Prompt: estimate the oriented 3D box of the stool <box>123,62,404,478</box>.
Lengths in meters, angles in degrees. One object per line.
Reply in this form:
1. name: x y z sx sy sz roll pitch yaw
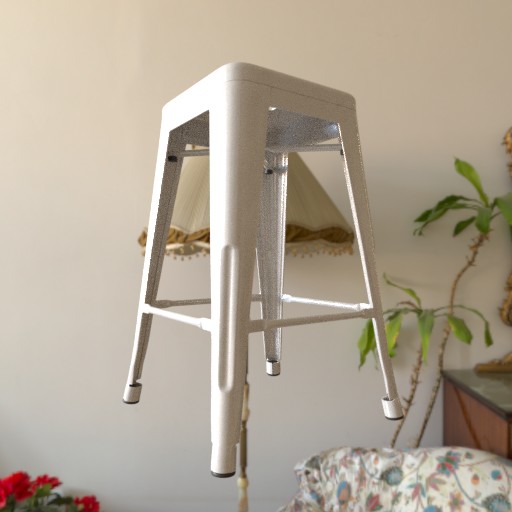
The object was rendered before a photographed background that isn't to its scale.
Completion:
1. stool: 0.000 0.000 0.876 0.406 0.610 0.406 0 0 -35
